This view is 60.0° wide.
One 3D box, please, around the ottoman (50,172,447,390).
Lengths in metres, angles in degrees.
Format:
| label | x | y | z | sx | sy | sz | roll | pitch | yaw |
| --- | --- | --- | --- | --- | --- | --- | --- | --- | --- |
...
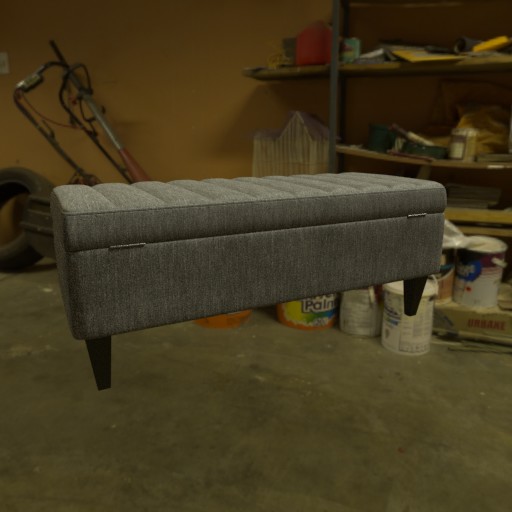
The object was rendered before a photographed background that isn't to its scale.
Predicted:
| label | x | y | z | sx | sy | sz | roll | pitch | yaw |
| --- | --- | --- | --- | --- | --- | --- | --- | --- | --- |
| ottoman | 0.000 | 0.000 | 1.417 | 1.151 | 0.469 | 0.482 | -7 | 17 | -26 |
